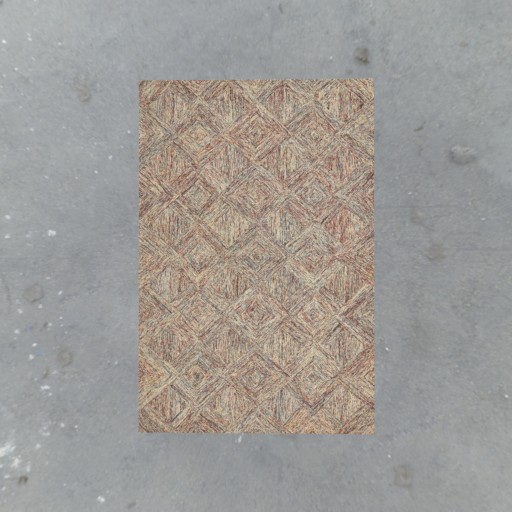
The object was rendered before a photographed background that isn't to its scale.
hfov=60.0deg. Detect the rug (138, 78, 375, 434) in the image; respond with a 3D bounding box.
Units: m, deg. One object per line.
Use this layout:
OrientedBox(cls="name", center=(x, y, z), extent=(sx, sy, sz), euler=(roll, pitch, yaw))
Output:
OrientedBox(cls="rug", center=(0.000, 0.000, 2.864), extent=(1.523, 0.019, 2.285), euler=(0, 90, 1))
